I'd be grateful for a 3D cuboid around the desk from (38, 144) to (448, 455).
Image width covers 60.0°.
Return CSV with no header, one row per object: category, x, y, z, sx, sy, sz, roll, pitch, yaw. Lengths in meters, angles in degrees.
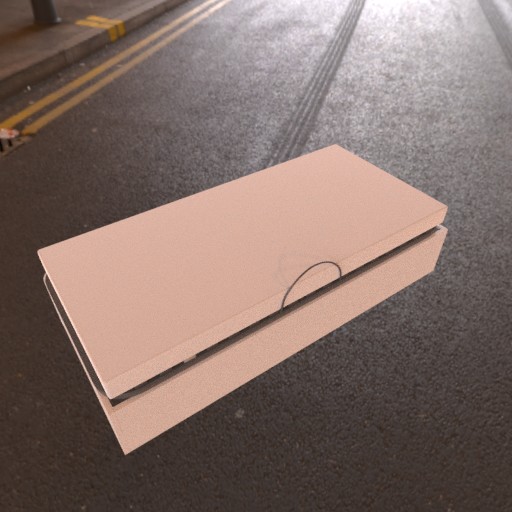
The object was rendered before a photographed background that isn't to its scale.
desk,0.000,0.000,2.285,1.900,0.526,0.900,-24,47,-26
